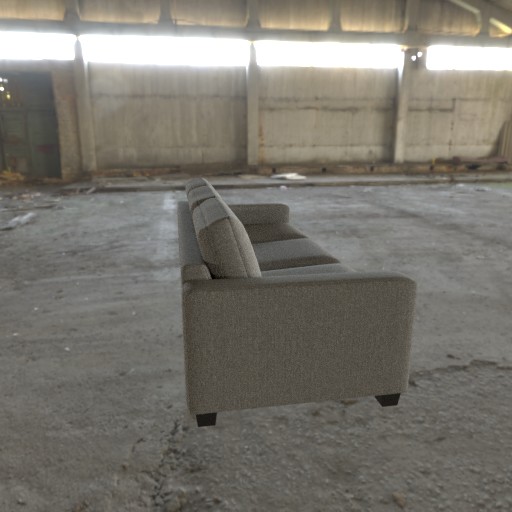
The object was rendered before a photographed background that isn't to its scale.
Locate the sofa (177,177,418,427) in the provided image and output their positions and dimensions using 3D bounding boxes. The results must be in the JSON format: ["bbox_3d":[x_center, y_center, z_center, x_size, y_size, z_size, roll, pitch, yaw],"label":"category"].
[{"bbox_3d":[0.000,0.000,2.645,0.900,0.800,2.120,-3,15,-10],"label":"sofa"}]
